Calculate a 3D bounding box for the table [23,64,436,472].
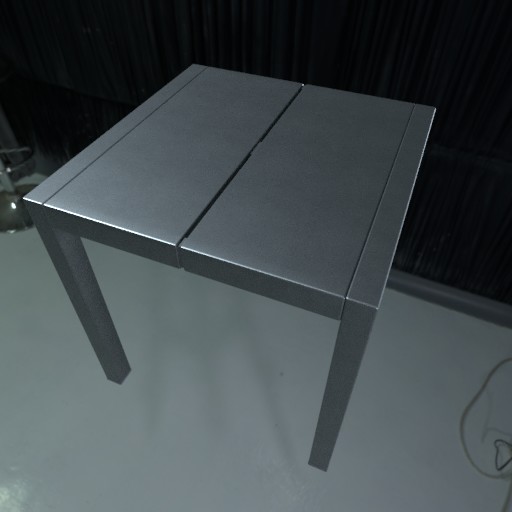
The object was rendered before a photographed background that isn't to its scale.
[{"bbox_3d":[0.000,0.000,0.902,0.508,0.508,0.508,17,48,16],"label":"table"}]
